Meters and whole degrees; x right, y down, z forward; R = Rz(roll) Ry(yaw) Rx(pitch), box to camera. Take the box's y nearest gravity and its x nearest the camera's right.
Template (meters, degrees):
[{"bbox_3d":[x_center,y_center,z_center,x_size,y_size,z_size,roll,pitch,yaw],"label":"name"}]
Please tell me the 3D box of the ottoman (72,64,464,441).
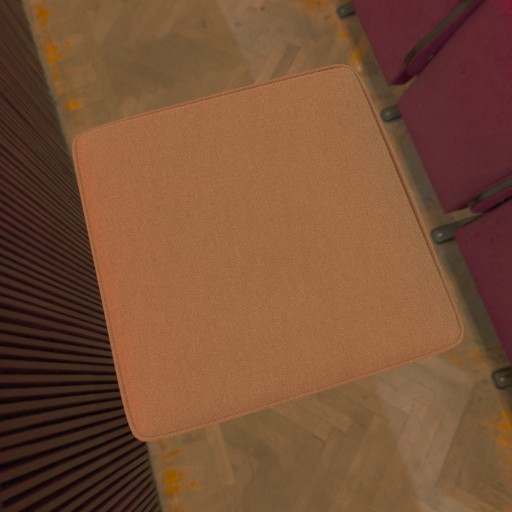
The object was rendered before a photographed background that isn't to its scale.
[{"bbox_3d":[0.000,0.000,0.992,0.613,0.438,0.616,-16,75,-4],"label":"ottoman"}]
